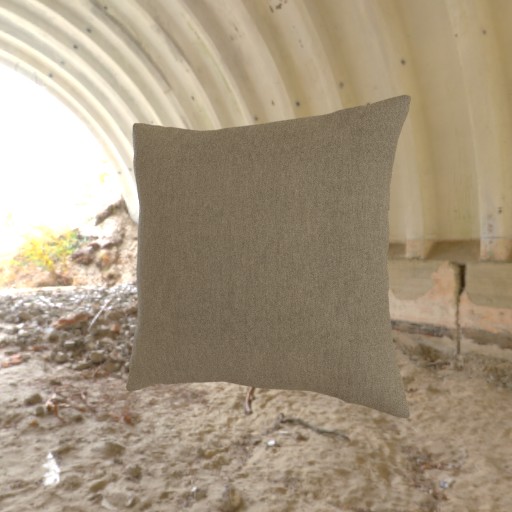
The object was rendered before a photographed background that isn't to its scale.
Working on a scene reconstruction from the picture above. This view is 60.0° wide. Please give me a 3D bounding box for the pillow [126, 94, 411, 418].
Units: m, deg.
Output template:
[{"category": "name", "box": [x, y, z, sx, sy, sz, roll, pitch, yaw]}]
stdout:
[{"category": "pillow", "box": [0.000, 0.000, 0.656, 0.433, 0.436, 0.173, 0, 0, 18]}]
